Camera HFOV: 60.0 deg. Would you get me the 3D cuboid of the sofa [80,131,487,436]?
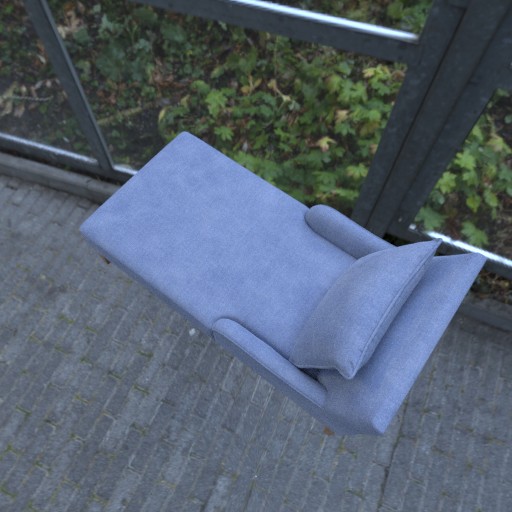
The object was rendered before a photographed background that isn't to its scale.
[{"bbox_3d":[0.000,0.000,2.274,1.779,0.883,0.904,34,68,16],"label":"sofa"}]
